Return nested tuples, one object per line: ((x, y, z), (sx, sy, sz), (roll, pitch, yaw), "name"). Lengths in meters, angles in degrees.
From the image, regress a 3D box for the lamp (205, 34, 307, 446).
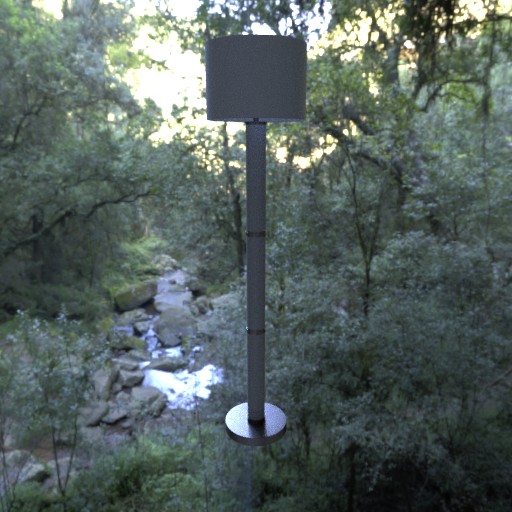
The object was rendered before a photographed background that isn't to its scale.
((0.000, 0.000, 1.820), (0.377, 1.599, 0.377), (2, 15, 8), "lamp")
